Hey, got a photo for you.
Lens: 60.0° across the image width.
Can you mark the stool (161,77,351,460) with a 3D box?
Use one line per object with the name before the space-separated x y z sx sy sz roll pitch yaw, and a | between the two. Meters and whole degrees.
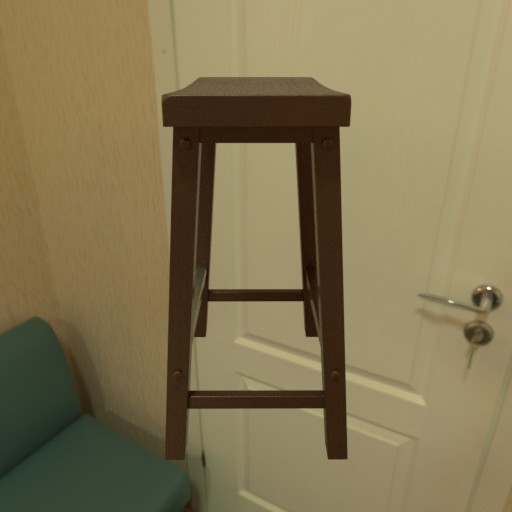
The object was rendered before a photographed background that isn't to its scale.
stool | 0.000 0.000 0.840 0.322 0.610 0.406 0 25 0
